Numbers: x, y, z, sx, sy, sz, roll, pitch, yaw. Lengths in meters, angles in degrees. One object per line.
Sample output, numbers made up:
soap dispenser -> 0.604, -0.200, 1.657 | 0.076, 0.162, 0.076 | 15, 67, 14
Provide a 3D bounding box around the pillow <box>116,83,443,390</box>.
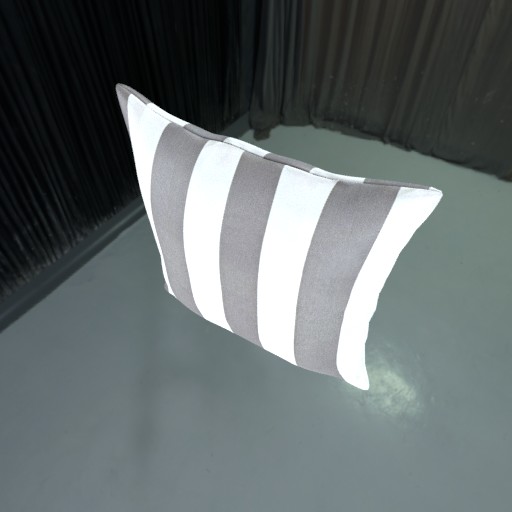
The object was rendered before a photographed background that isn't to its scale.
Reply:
pillow -> 0.000, 0.000, 0.794 | 0.522, 0.507, 0.192 | 24, 52, 21
